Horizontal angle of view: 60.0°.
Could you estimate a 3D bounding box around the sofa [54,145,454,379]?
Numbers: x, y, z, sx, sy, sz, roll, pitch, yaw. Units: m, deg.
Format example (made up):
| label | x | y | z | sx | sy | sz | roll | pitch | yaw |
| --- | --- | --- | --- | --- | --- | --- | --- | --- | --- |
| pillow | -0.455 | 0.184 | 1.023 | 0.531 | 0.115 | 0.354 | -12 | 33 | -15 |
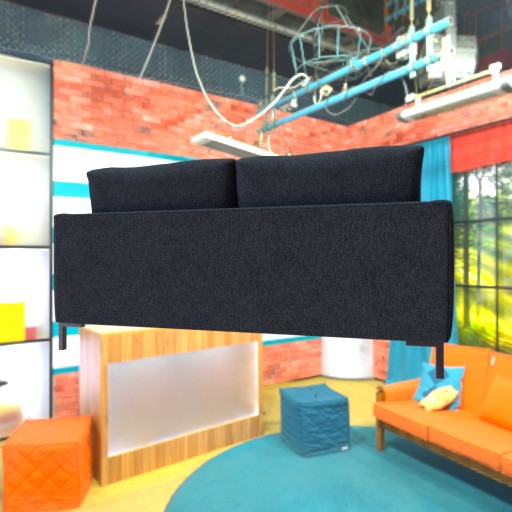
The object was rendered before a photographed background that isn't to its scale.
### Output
| label | x | y | z | sx | sy | sz | roll | pitch | yaw |
| --- | --- | --- | --- | --- | --- | --- | --- | --- | --- |
| sofa | 0.000 | 0.000 | 2.186 | 1.716 | 0.862 | 0.866 | 0 | 0 | 17 |
